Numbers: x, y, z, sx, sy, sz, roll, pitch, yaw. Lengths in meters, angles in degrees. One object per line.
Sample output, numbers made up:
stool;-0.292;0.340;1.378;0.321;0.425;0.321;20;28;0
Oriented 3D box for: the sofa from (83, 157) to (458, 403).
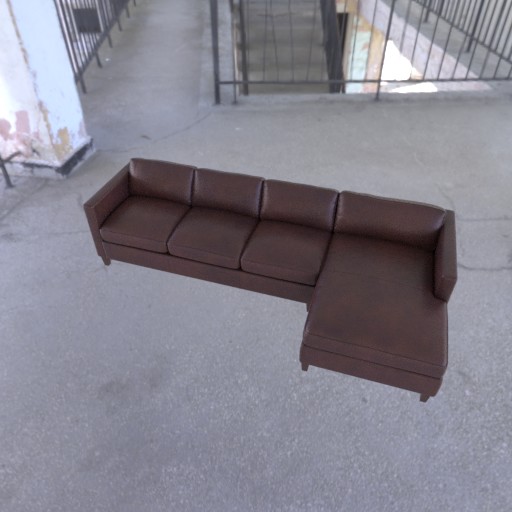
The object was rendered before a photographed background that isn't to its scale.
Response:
sofa;0.000;0.000;3.909;3.203;0.883;1.581;12;42;13
